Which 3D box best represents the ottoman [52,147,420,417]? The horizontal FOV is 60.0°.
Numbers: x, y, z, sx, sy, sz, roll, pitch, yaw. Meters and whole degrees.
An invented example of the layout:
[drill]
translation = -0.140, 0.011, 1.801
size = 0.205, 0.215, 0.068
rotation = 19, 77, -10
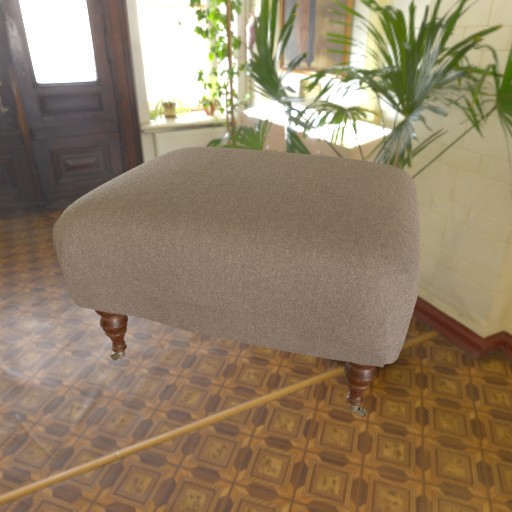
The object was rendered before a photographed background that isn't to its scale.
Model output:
[ottoman]
translation = 0.000, 0.000, 1.114
size = 0.747, 0.450, 0.622
rotation = 8, 28, 15
